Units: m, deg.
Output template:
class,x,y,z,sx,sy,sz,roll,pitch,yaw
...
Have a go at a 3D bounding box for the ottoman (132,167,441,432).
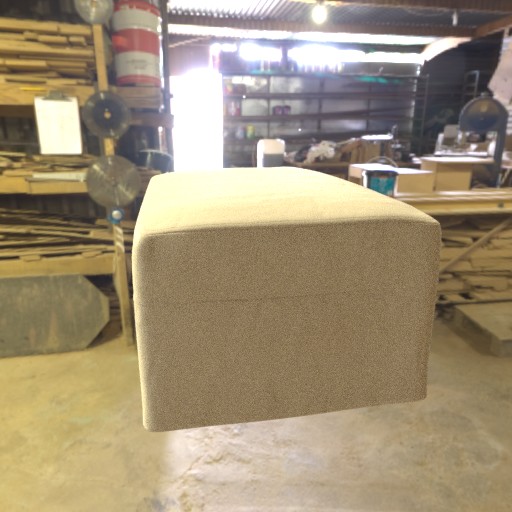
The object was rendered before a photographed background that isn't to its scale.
class,x,y,z,sx,sy,sz,roll,pitch,yaw
ottoman,0.000,0.000,1.202,0.590,0.444,0.872,-3,17,-10
